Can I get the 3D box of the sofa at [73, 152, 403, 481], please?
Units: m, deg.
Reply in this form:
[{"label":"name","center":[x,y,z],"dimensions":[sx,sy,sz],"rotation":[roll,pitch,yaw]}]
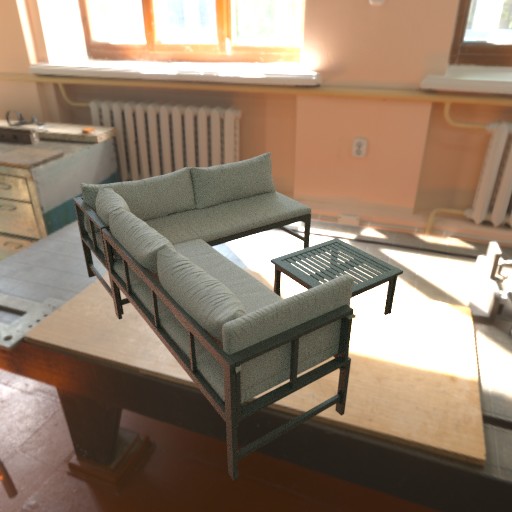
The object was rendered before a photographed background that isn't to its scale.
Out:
[{"label":"sofa","center":[0.000,0.000,2.858],"dimensions":[1.658,0.758,2.096],"rotation":[-18,32,-30]}]
